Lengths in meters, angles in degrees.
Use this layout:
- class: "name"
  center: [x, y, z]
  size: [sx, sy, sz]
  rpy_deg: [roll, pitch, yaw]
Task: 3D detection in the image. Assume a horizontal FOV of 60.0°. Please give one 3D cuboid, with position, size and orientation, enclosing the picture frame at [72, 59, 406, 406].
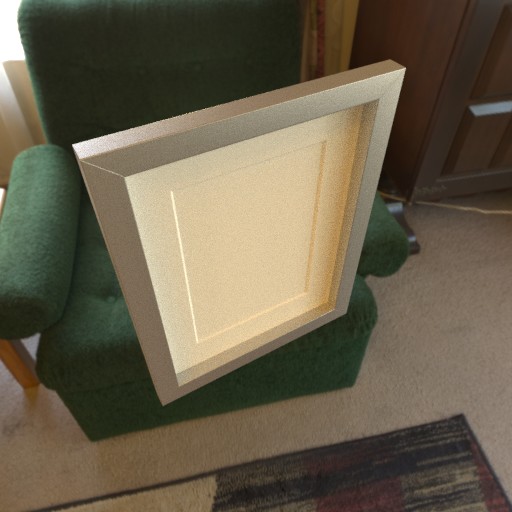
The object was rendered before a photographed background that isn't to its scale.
- class: "picture frame"
  center: [0.000, 0.000, 0.516]
  size: [0.307, 0.386, 0.036]
  rpy_deg: [-22, 50, -20]
